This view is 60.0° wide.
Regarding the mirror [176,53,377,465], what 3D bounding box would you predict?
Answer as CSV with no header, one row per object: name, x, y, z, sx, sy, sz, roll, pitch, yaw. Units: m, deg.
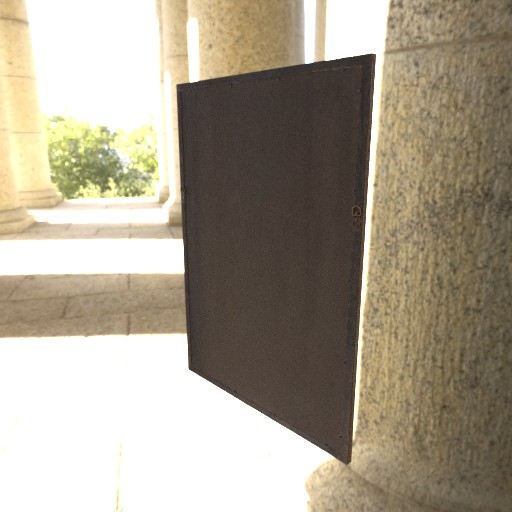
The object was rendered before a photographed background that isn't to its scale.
mirror,0.000,0.000,1.286,0.025,0.996,0.705,-13,20,-42
